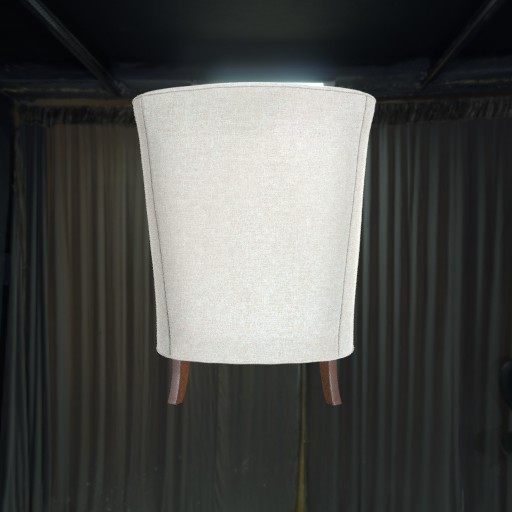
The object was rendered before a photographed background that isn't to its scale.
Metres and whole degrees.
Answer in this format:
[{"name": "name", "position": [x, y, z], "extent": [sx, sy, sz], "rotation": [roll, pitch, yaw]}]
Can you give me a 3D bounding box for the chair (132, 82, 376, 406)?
[{"name": "chair", "position": [0.000, 0.000, 1.752], "extent": [0.838, 1.040, 0.966], "rotation": [0, -1, 1]}]
